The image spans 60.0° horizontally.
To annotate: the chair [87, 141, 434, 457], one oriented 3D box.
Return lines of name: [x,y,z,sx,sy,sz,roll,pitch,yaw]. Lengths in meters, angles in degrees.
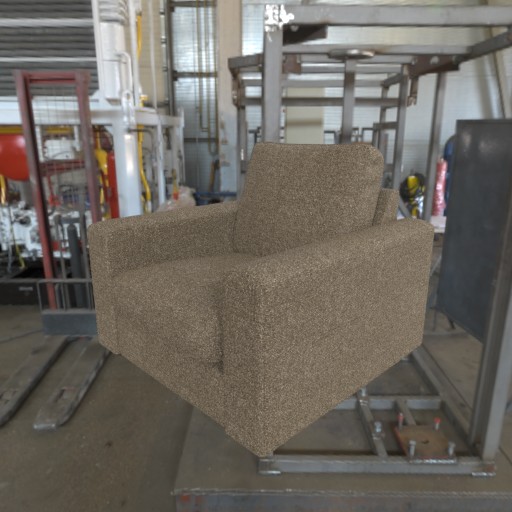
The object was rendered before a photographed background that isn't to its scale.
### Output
chair: [0.000,0.000,1.782,1.016,0.873,1.005,-15,22,-43]
